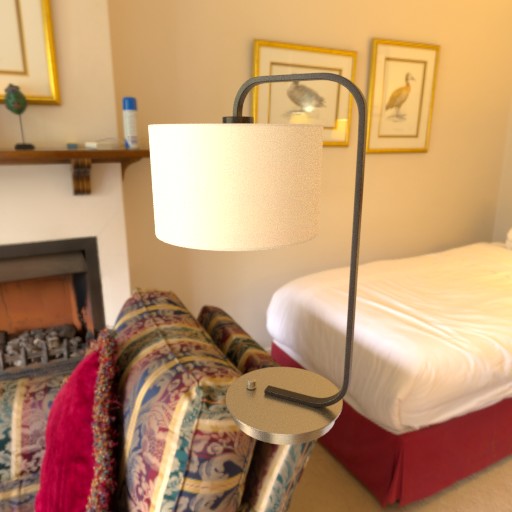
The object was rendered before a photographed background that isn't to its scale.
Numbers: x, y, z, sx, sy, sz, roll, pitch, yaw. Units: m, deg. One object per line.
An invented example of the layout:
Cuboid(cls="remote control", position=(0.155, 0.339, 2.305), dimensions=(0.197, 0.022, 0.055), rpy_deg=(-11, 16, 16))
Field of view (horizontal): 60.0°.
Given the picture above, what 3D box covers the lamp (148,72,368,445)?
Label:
Cuboid(cls="lamp", position=(0.000, 0.000, 0.629), dimensions=(0.288, 0.473, 0.230), rpy_deg=(7, 17, 25))
